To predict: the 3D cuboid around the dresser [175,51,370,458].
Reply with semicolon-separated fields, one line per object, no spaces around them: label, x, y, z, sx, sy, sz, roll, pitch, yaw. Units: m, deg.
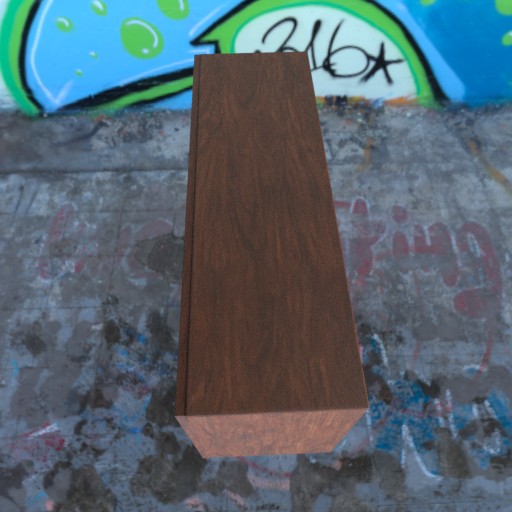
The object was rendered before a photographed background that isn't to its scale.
dresser;0.000;0.000;1.857;0.500;0.889;1.472;-2;58;-1
